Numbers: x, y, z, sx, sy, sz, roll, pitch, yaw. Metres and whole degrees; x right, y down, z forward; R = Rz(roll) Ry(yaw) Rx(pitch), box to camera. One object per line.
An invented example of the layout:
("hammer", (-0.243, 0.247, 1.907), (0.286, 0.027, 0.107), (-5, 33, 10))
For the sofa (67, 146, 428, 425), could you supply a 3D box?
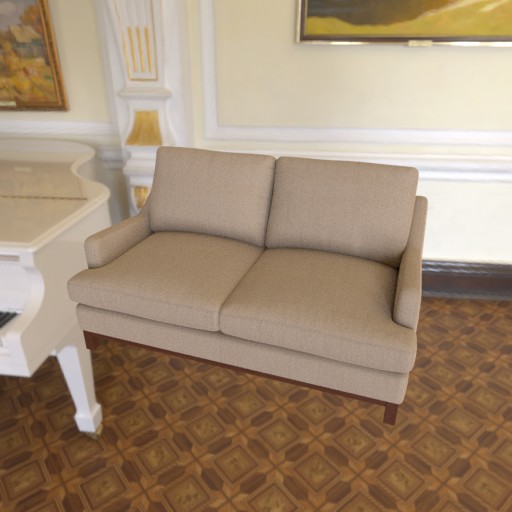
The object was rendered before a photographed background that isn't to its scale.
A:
("sofa", (0.000, 0.000, 2.280), (1.619, 0.910, 1.004), (9, 27, 17))
